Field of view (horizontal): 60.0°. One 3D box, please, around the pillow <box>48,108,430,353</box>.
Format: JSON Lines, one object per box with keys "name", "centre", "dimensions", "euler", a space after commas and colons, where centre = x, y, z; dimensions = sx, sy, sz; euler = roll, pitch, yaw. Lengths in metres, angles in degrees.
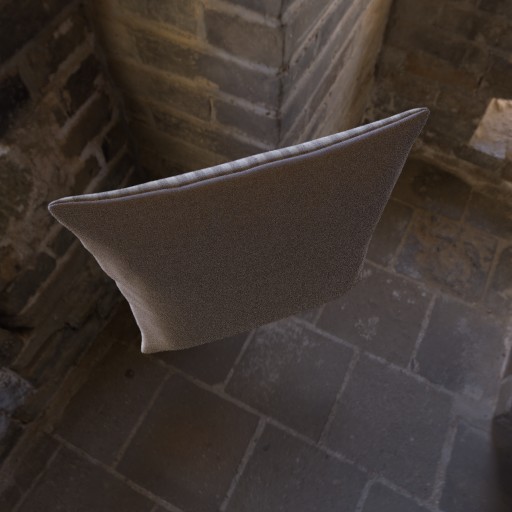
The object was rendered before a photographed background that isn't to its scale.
{"name": "pillow", "centre": [0.000, 0.000, 0.783], "dimensions": [0.523, 0.510, 0.166], "euler": [-17, 59, -10]}
